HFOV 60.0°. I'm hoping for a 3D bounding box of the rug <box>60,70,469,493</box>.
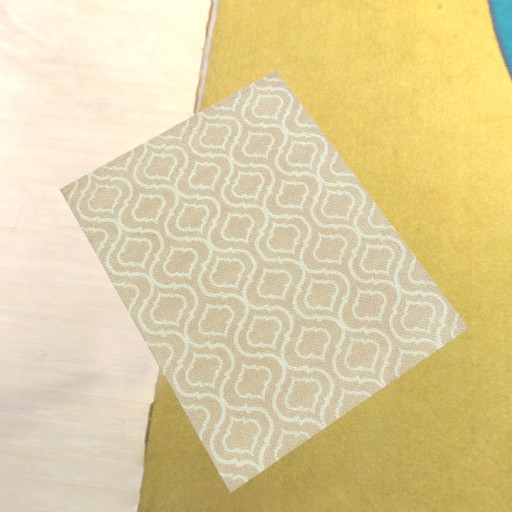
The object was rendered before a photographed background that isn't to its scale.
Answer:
[{"bbox_3d":[0.000,0.000,3.776,2.286,0.013,2.894,-31,78,-8],"label":"rug"}]
